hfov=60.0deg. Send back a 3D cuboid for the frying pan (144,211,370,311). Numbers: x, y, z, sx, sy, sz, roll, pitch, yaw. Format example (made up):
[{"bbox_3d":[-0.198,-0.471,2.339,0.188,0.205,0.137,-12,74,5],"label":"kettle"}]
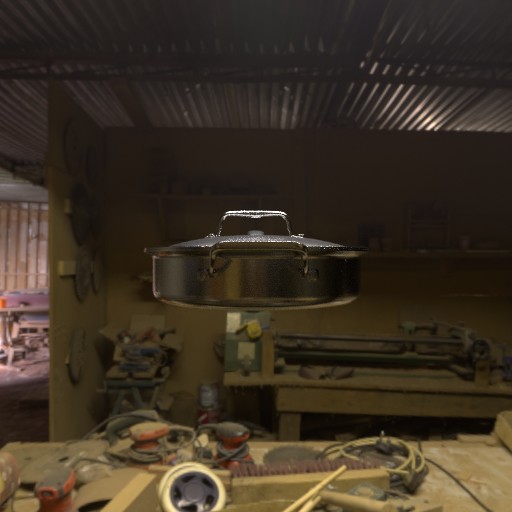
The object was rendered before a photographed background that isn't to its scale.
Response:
[{"bbox_3d":[0.000,0.000,0.667,0.280,0.114,0.561,0,0,-1],"label":"frying pan"}]
